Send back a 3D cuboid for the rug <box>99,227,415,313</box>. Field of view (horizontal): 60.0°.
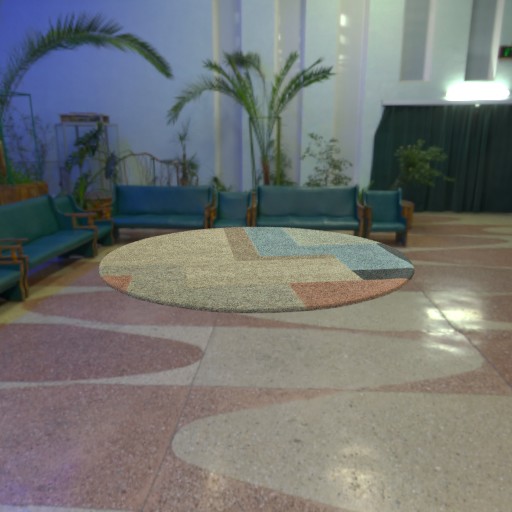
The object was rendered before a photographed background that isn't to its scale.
[{"bbox_3d":[0.000,0.000,3.644,2.461,0.033,2.461,0,14,0],"label":"rug"}]
